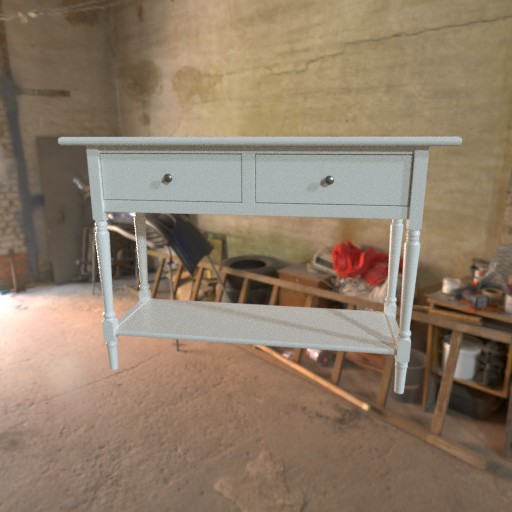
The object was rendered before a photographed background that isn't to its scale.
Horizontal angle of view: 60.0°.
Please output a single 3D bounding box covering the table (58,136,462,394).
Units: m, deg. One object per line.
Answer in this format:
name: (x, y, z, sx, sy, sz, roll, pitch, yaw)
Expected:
table: (0.000, 0.000, 1.573, 1.191, 0.814, 0.386, 2, 15, 9)
